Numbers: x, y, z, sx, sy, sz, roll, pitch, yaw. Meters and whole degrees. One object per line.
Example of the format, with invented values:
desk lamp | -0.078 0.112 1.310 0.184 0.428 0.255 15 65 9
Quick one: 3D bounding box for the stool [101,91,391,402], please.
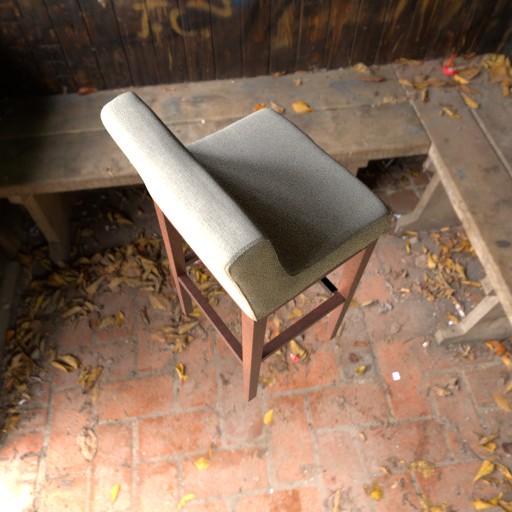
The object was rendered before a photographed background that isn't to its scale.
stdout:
stool | 0.000 0.000 1.350 0.500 1.037 0.511 -32 63 -19
